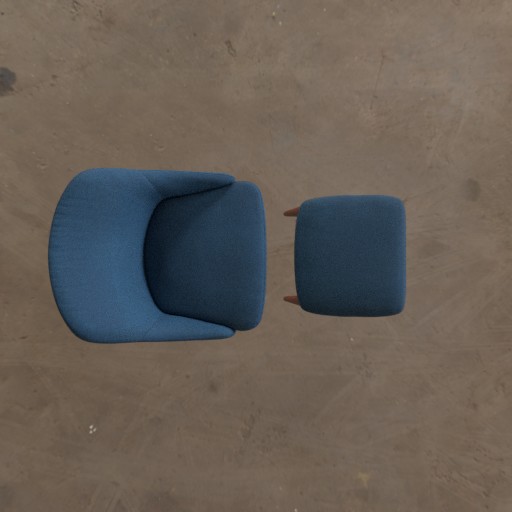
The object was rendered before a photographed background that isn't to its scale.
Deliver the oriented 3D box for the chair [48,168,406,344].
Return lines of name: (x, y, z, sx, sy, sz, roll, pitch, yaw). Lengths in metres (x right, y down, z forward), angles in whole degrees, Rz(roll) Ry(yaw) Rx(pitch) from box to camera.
chair: (0.000, 0.000, 1.609, 1.114, 0.866, 0.584, 0, 90, 0)
